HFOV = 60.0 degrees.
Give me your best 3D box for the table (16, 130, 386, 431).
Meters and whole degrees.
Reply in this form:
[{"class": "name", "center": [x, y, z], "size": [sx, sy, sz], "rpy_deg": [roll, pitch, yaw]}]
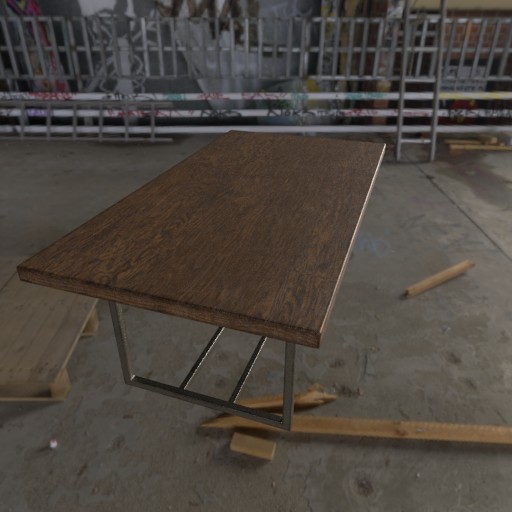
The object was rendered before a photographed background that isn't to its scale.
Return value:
[{"class": "table", "center": [0.000, 0.000, 2.397], "size": [1.078, 0.795, 1.989], "rpy_deg": [10, 31, 17]}]
